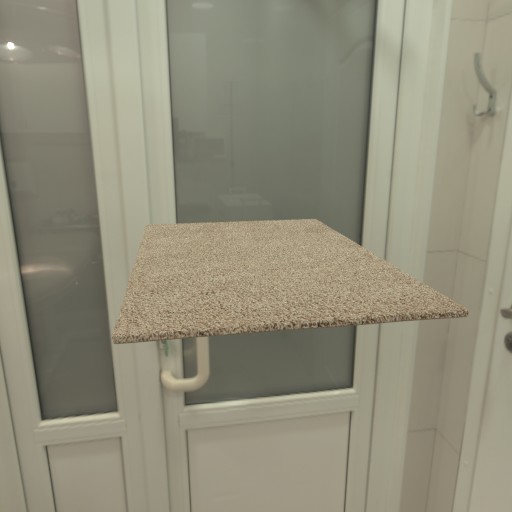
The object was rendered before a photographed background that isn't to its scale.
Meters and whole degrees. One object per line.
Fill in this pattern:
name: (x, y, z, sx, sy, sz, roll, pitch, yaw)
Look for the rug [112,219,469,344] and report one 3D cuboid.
rug: (0.000, 0.000, 2.302, 1.219, 0.030, 1.778, -3, 16, -10)
